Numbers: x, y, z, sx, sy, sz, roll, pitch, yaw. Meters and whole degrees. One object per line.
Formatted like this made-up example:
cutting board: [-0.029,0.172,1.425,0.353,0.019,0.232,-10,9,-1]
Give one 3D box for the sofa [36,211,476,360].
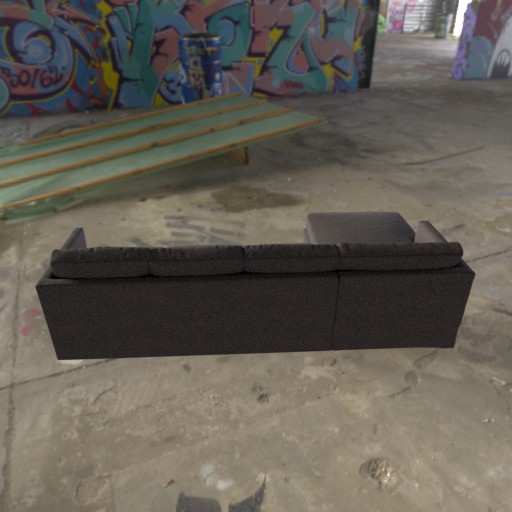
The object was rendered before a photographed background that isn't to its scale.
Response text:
sofa: [0.000,0.000,4.011,3.205,0.922,1.650,-1,30,-2]
